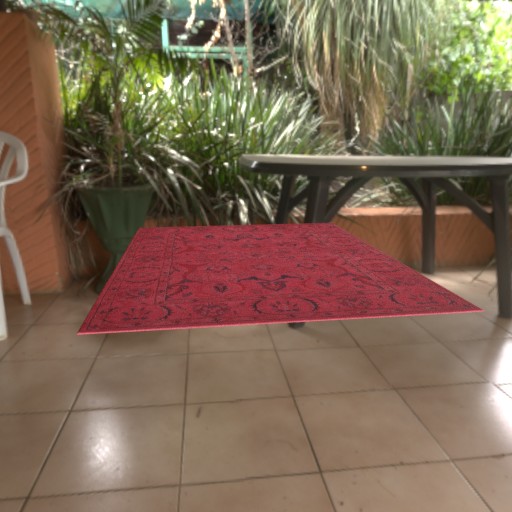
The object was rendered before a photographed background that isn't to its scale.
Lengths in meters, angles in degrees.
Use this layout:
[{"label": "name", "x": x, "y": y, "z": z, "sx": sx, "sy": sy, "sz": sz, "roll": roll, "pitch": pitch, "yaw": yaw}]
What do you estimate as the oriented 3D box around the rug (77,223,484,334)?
[{"label": "rug", "x": 0.000, "y": 0.000, "z": 3.857, "sx": 2.300, "sy": 0.012, "sz": 2.929, "roll": -2, "pitch": 15, "yaw": -8}]
